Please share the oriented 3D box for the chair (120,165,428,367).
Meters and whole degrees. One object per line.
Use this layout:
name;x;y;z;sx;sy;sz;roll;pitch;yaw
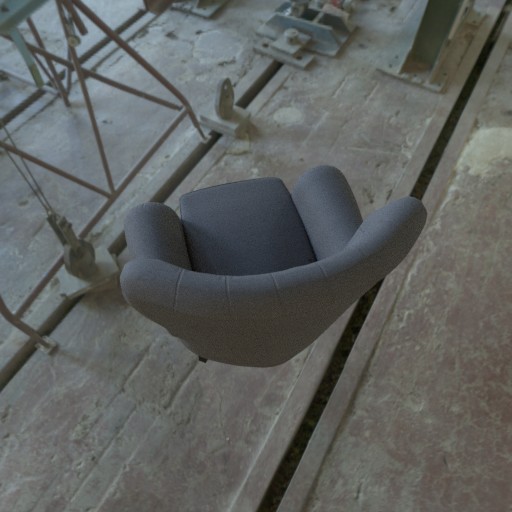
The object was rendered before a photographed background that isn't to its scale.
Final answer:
chair;0.000;0.000;1.780;0.983;1.046;0.983;-14;58;-9
